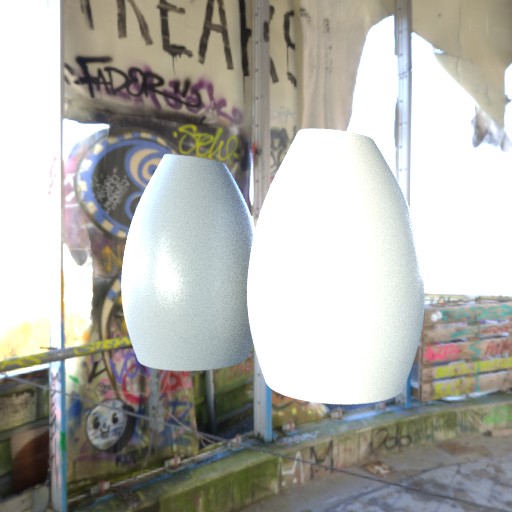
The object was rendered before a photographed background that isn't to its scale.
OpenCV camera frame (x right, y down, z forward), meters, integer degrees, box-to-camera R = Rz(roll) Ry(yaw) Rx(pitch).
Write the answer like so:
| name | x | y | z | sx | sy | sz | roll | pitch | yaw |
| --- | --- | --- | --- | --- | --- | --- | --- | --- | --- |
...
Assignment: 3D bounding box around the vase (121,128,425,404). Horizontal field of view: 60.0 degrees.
| name | x | y | z | sx | sy | sz | roll | pitch | yaw |
| --- | --- | --- | --- | --- | --- | --- | --- | --- | --- |
| vase | 0.000 | 0.000 | 0.258 | 0.187 | 0.131 | 0.089 | 0 | 1 | 35 |
